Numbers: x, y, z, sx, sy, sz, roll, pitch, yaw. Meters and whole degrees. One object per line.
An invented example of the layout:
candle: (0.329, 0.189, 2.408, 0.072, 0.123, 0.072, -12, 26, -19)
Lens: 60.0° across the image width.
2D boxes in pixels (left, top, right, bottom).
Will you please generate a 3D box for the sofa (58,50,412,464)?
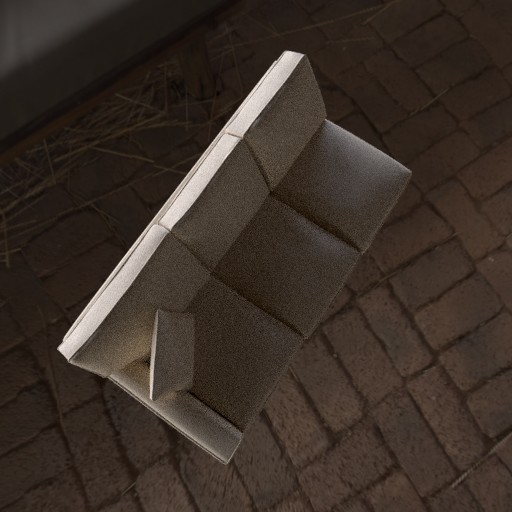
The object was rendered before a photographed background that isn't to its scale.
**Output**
sofa: (0.000, 0.000, 2.552, 1.034, 0.946, 1.962, 33, 78, 8)
